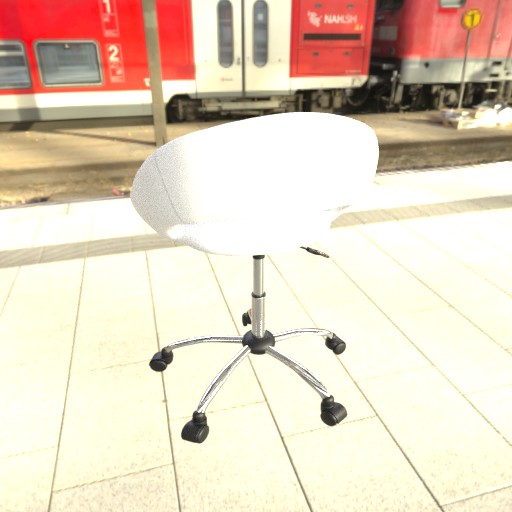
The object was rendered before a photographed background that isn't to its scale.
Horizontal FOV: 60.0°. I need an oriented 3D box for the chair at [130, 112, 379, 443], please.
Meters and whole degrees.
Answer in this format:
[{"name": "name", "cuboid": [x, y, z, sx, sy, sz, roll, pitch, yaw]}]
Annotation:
[{"name": "chair", "cuboid": [0.000, 0.000, 1.167, 0.612, 0.791, 0.538, -8, 28, -16]}]
